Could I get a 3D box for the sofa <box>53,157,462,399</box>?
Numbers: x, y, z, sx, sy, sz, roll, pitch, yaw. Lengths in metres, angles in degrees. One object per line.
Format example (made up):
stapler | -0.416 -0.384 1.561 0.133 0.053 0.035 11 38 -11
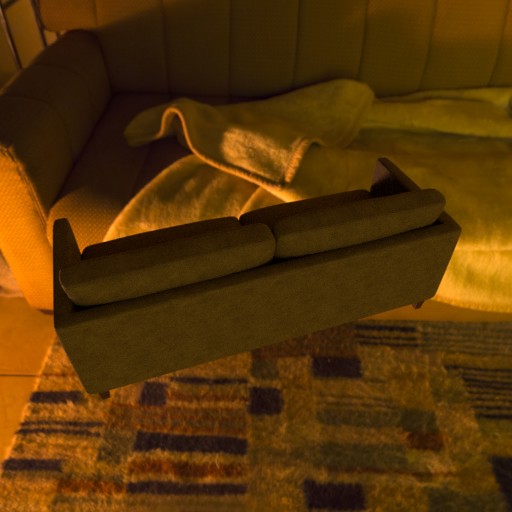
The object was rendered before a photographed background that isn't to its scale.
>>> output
sofa | 0.000 0.000 2.962 2.434 0.965 0.951 -13 45 -14
